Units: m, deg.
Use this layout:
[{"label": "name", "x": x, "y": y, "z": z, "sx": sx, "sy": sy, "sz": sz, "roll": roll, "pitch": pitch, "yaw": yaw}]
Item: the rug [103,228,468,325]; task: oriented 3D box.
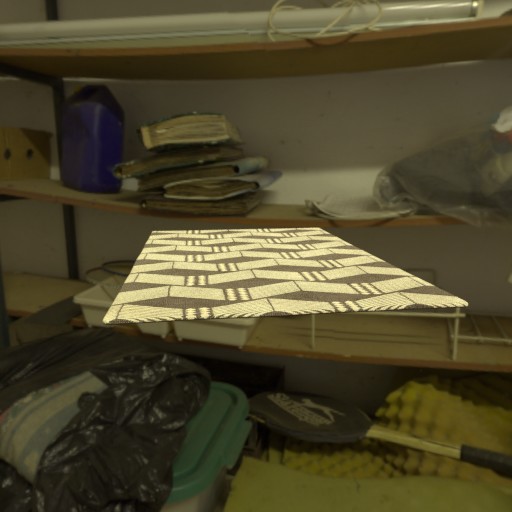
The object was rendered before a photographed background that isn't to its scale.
[{"label": "rug", "x": 0.000, "y": 0.000, "z": 2.312, "sx": 1.210, "sy": 0.016, "sz": 1.833, "roll": -2, "pitch": 12, "yaw": -8}]
